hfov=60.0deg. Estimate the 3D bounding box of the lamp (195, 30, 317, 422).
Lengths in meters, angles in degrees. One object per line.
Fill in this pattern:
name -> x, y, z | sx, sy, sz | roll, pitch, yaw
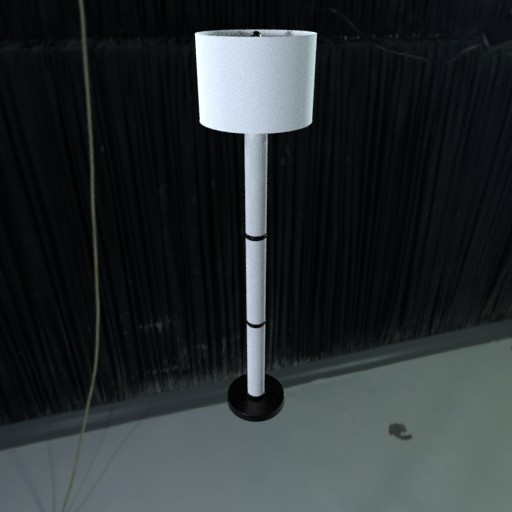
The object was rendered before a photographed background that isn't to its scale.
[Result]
lamp -> 0.000, 0.000, 1.763 | 0.377, 1.599, 0.377 | -10, 31, -17
